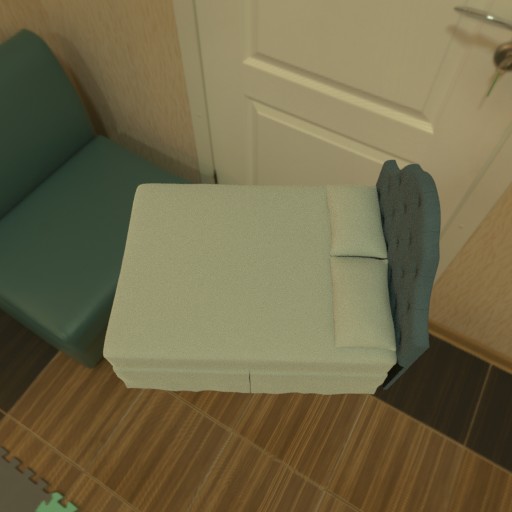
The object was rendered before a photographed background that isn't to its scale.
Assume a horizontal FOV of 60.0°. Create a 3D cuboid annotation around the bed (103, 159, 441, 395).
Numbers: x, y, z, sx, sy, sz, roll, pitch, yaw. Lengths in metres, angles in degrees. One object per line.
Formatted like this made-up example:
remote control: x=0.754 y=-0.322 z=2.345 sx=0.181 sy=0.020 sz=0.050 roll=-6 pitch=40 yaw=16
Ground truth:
bed: x=0.000 y=0.000 z=3.304 sx=2.155 sy=1.575 sz=1.636 roll=1 pitch=59 yaw=1
